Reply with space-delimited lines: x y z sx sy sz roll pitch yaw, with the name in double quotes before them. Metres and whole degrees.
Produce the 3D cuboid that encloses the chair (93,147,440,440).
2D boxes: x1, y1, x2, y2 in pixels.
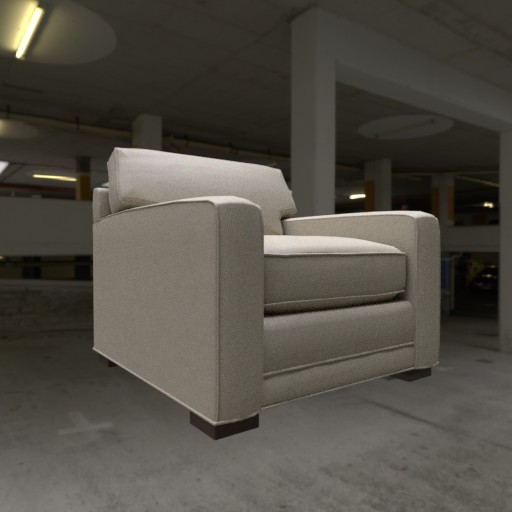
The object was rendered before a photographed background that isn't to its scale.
"chair" 0.000 0.000 1.788 0.998 0.913 1.043 -1 1 -36
